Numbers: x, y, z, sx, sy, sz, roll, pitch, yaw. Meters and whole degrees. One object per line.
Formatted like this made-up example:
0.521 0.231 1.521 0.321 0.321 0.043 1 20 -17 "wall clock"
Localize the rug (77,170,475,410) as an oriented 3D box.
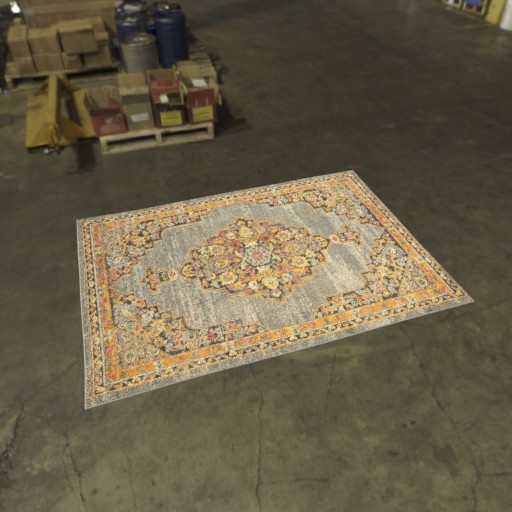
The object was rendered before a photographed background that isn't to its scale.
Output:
0.000 0.000 4.014 3.063 0.024 2.158 -12 43 -13 "rug"
